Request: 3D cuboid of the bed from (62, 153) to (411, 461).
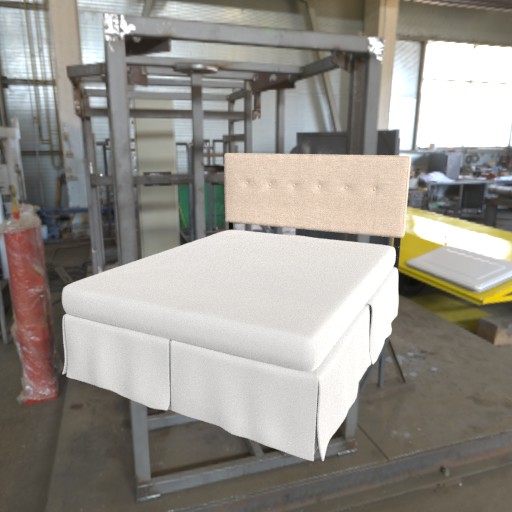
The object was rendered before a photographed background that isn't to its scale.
[{"bbox_3d":[0.000,0.000,2.943,1.643,1.270,1.978,7,16,26],"label":"bed"}]
